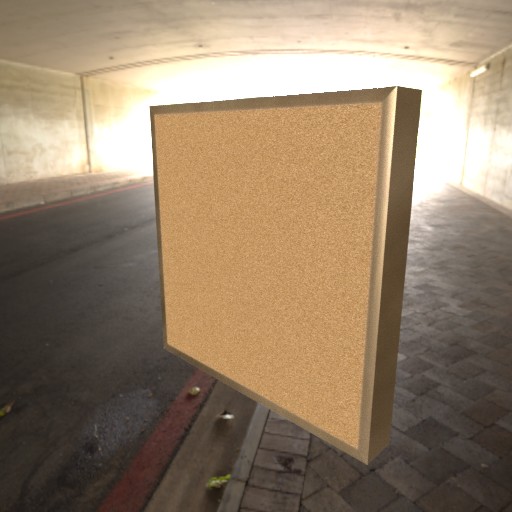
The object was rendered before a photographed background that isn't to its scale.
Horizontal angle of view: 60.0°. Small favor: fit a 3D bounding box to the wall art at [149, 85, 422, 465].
[{"bbox_3d":[0.000,0.000,0.454,0.305,0.303,0.038,15,21,43],"label":"wall art"}]
